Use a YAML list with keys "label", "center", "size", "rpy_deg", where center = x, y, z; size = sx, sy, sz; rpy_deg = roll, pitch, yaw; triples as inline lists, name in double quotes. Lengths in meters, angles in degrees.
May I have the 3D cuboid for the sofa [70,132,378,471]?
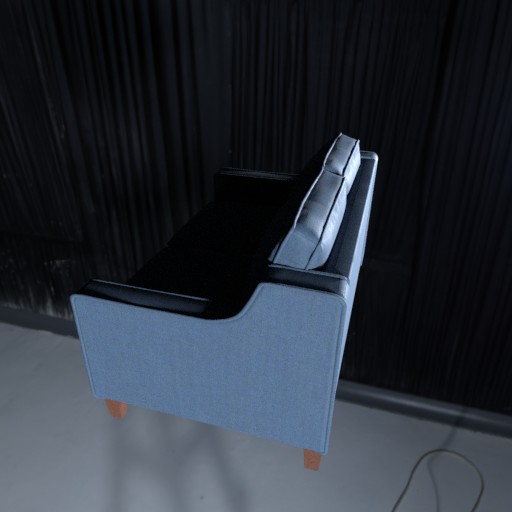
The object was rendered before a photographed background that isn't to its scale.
- label: "sofa"
  center: [0.000, 0.000, 2.154]
  size: [0.987, 0.971, 1.501]
  rpy_deg: [8, 30, 15]
